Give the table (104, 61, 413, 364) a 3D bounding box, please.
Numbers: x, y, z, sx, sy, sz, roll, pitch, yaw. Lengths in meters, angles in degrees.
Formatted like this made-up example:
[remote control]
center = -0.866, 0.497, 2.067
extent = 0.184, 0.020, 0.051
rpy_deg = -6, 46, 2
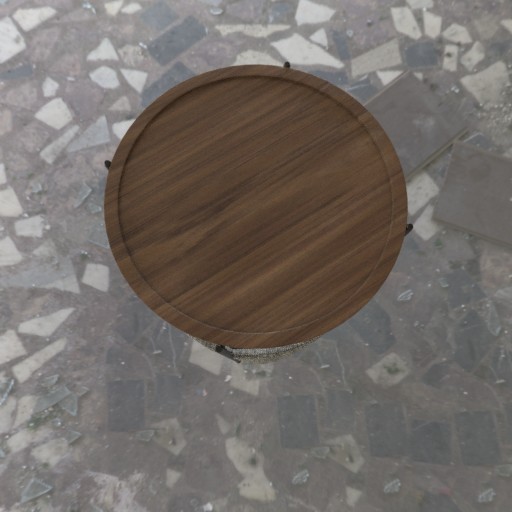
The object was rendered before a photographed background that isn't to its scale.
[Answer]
[table]
center = 0.000, 0.000, 0.864
extent = 0.400, 0.623, 0.400
rpy_deg = -31, 78, -8
